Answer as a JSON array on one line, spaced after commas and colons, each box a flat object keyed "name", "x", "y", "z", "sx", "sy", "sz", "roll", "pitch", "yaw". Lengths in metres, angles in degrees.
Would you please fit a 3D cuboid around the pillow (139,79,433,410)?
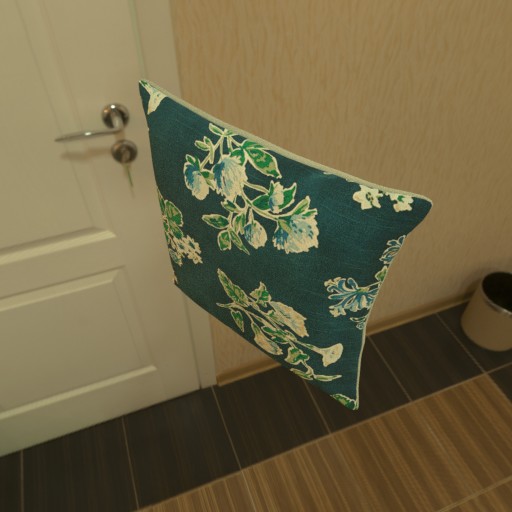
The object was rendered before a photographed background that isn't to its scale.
[{"name": "pillow", "x": 0.000, "y": 0.000, "z": 0.806, "sx": 0.525, "sy": 0.508, "sz": 0.166, "roll": 31, "pitch": 53, "yaw": 27}]
